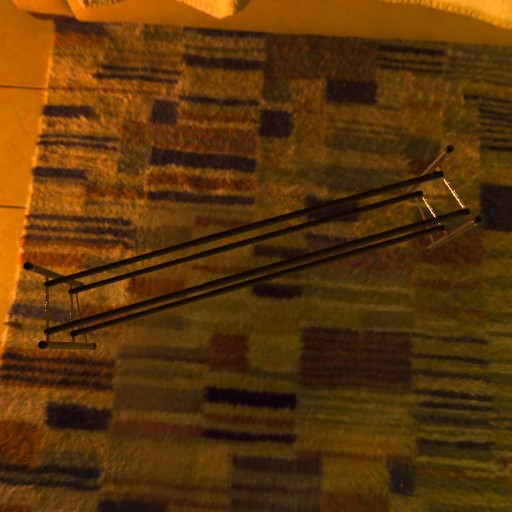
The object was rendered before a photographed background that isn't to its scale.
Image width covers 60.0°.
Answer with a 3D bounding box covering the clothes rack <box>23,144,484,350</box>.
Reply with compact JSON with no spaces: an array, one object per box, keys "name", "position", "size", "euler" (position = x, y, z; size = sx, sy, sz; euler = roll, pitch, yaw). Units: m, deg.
[{"name":"clothes rack","position":[0.000,0.000,1.301],"size":[1.168,0.349,0.229],"euler":[-16,78,-3]}]
